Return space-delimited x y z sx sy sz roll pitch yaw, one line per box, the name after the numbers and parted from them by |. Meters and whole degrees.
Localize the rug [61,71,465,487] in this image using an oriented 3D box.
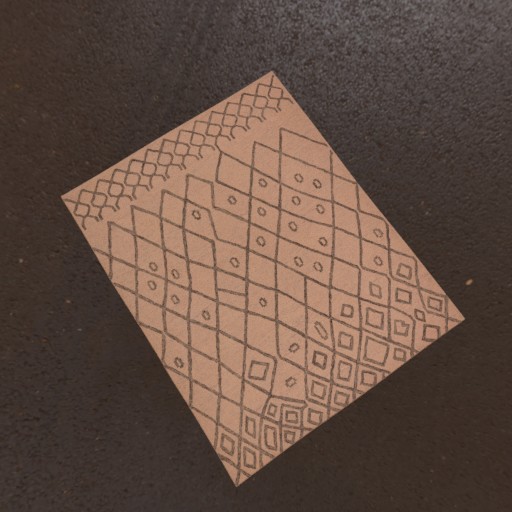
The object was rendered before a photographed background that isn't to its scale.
0.000 0.000 4.081 2.446 0.015 3.046 -33 79 -7 | rug
